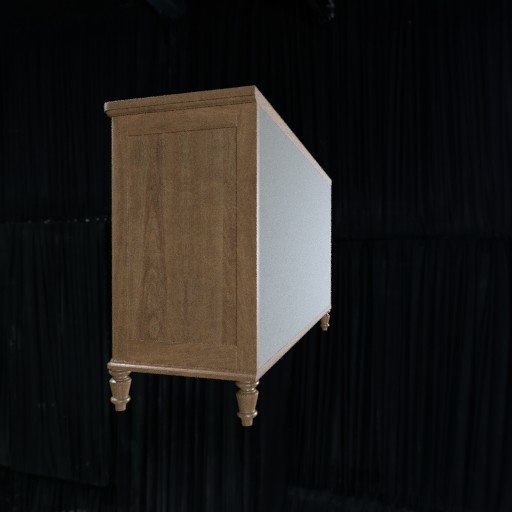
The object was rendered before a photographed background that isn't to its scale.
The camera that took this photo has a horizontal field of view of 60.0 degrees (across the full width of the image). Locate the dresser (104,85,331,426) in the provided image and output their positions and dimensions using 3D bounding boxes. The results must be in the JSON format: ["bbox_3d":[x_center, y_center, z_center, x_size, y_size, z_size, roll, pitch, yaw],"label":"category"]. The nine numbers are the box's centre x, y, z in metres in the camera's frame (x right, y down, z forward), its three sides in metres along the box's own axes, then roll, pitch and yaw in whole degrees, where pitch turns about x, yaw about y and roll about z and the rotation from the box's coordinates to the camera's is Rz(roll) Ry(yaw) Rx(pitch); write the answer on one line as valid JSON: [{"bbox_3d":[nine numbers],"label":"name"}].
[{"bbox_3d":[0.000,0.000,1.968,0.468,0.892,1.583,0,1,17],"label":"dresser"}]
